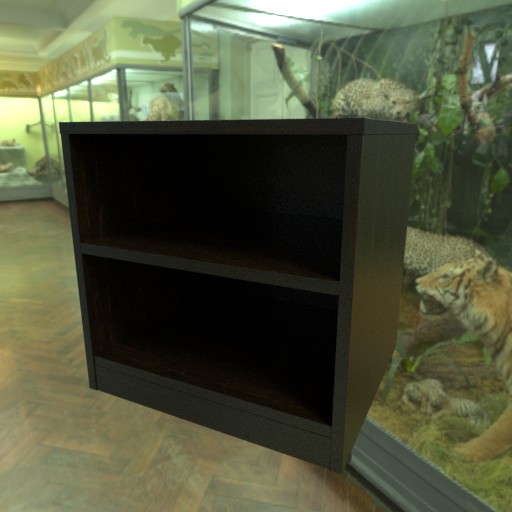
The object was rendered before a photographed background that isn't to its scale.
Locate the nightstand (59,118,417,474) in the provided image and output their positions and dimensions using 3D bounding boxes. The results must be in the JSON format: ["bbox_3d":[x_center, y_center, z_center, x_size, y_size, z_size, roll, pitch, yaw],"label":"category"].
[{"bbox_3d":[0.000,0.000,0.848,0.489,0.487,0.427,8,17,26],"label":"nightstand"}]
